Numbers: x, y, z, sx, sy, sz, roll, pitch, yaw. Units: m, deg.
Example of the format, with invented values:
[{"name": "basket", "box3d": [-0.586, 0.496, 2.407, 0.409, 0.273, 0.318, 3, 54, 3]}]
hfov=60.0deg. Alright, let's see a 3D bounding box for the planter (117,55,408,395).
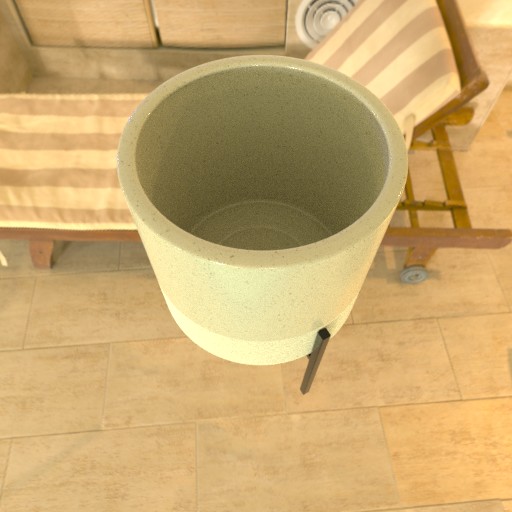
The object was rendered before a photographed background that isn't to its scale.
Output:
[{"name": "planter", "box3d": [0.000, 0.000, 0.331, 0.159, 0.230, 0.152, 1, 59, 1]}]
